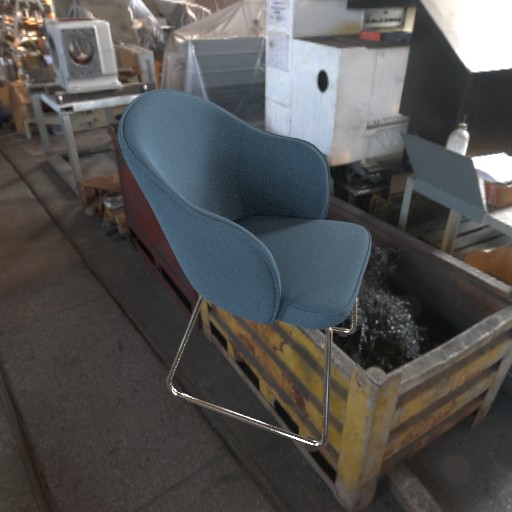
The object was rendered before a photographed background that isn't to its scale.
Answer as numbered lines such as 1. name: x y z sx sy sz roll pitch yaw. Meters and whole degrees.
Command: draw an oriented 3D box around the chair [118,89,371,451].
1. chair: 0.000 0.000 1.210 0.585 0.815 0.570 11 34 17
